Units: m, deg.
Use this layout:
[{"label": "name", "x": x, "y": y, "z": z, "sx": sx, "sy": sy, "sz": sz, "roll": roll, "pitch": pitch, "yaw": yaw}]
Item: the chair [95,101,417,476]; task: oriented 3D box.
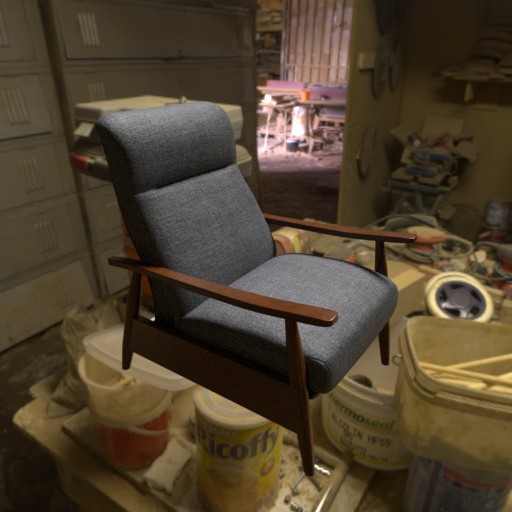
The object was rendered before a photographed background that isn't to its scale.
[{"label": "chair", "x": 0.000, "y": 0.000, "z": 1.768, "sx": 1.030, "sy": 1.082, "sz": 0.762, "roll": 17, "pitch": 30, "yaw": 32}]
